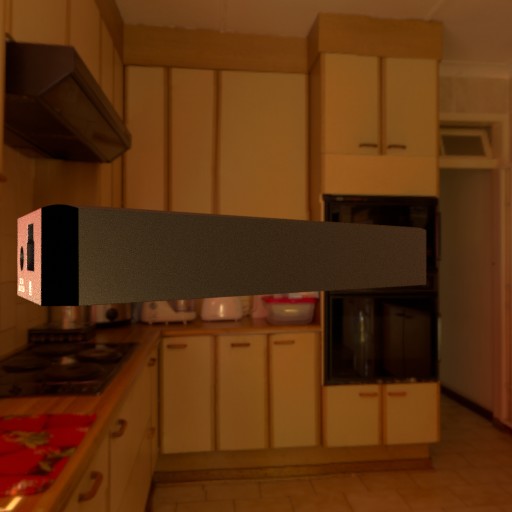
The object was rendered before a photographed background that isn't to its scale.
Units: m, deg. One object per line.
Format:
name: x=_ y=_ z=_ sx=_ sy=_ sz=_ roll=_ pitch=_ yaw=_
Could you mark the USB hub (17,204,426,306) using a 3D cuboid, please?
USB hub: x=0.000 y=0.000 z=0.156 sx=0.145 sy=0.023 sz=0.044 roll=0 pitch=0 yaw=-36
